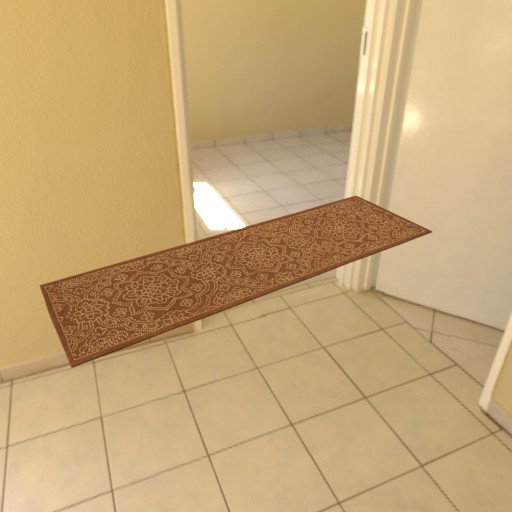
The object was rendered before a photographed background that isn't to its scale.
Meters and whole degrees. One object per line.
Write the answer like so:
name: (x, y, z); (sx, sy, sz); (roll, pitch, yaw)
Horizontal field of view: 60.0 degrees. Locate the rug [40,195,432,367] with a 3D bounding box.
rug: (0.000, 0.000, 2.811); (2.448, 0.012, 0.769); (-18, 35, -28)
